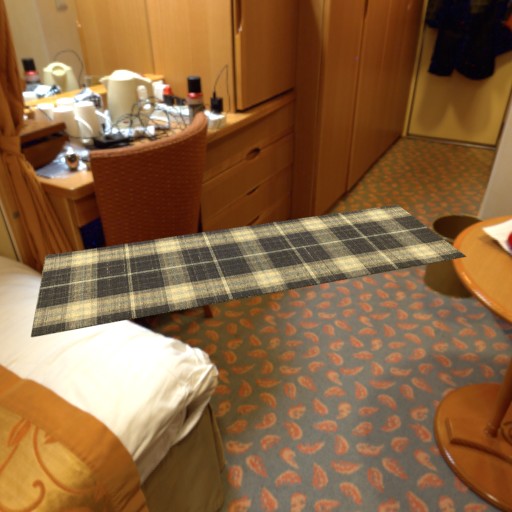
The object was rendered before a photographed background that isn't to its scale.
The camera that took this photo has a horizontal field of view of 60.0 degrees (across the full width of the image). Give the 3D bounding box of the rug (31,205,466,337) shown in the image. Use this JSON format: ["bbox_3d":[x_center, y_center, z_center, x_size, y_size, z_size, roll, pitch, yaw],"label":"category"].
[{"bbox_3d":[0.000,0.000,2.678,2.434,0.012,0.760,-9,33,-14],"label":"rug"}]
